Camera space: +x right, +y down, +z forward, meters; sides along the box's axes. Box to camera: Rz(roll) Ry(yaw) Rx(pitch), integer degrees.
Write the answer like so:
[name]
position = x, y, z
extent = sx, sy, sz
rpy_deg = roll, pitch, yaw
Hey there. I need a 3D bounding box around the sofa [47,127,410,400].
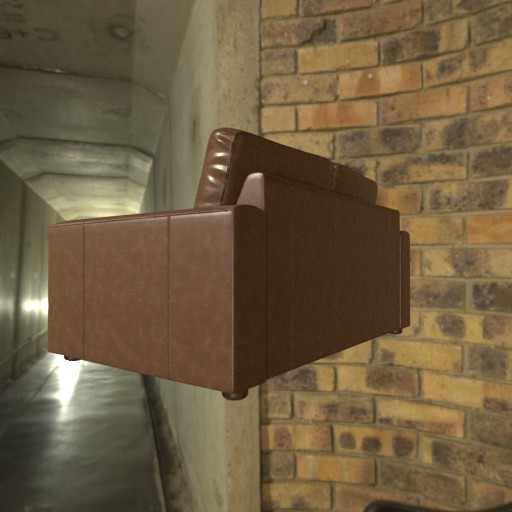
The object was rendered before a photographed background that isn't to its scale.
[sofa]
position = 0.000, 0.000, 2.177
extent = 1.016, 0.873, 1.616
rpy_deg = 0, -1, 36
